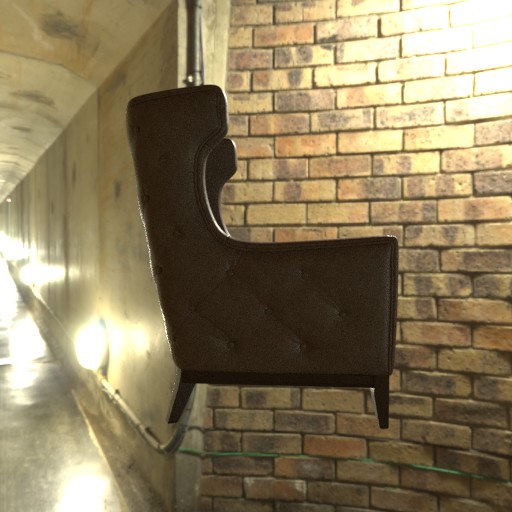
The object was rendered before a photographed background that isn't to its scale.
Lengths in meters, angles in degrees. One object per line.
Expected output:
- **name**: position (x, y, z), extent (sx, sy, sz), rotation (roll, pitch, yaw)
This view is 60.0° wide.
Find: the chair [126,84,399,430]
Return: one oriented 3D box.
- **chair**: position (0.000, 0.000, 1.719), extent (0.899, 1.079, 0.769), rotation (0, 0, 0)
